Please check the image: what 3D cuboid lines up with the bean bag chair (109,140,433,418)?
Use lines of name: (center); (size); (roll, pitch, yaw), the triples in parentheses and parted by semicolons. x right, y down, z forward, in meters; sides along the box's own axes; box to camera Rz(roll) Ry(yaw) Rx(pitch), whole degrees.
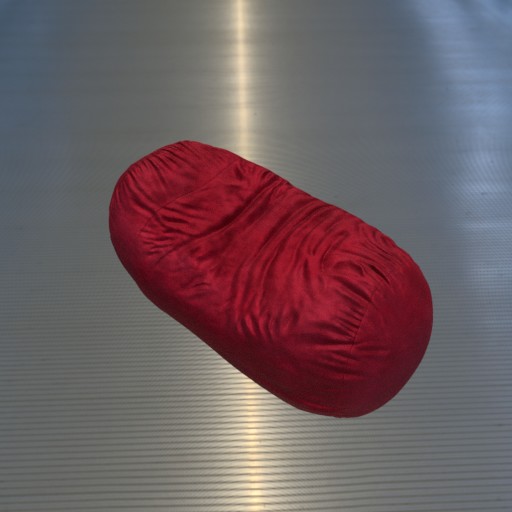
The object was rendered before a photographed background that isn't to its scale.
bean bag chair: (0.000, 0.000, 2.836); (2.293, 0.867, 1.216); (33, 54, 28)
